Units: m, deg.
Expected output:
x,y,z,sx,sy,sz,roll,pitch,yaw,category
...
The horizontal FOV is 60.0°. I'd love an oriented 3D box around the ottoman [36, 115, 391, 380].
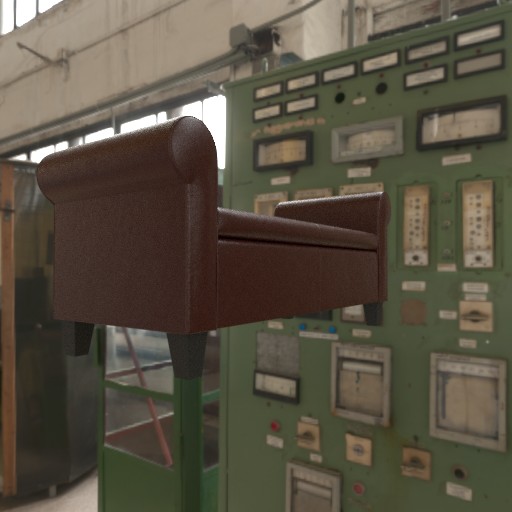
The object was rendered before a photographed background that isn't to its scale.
x,y,z,sx,sy,sz,roll,pitch,yaw,category
0.000,0.000,1.506,0.521,0.547,1.256,-1,-2,36,ottoman
